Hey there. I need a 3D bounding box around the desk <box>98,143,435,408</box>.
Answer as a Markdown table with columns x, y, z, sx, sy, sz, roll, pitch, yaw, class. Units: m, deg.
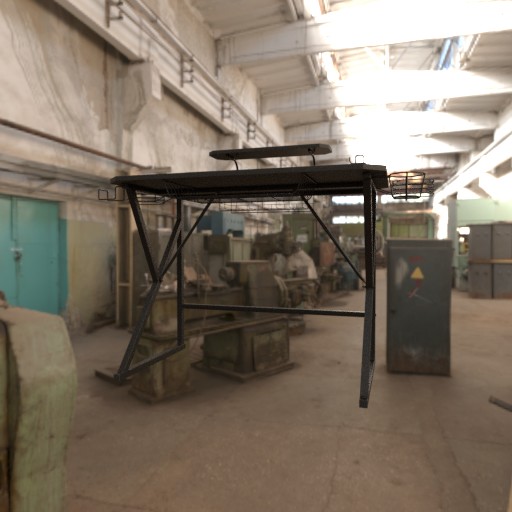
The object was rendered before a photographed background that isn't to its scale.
| x | y | z | sx | sy | sz | roll | pitch | yaw | class |
| --- | --- | --- | --- | --- | --- | --- | --- | --- | --- |
| 0.000 | 0.000 | 1.706 | 1.290 | 0.880 | 0.580 | 1 | 2 | 18 | desk |
